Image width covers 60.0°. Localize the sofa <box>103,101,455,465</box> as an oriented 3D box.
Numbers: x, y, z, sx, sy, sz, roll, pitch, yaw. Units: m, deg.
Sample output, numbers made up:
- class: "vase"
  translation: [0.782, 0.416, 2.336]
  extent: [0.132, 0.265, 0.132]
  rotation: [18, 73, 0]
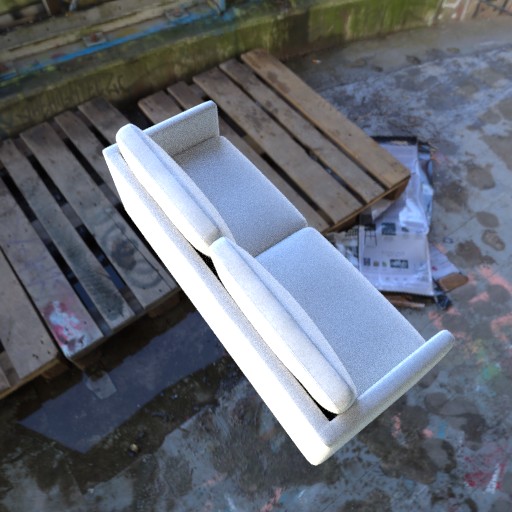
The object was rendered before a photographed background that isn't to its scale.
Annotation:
- class: "sofa"
  translation: [0.000, 0.000, 2.959]
  extent: [0.948, 0.965, 2.434]
  rotation: [-32, 63, -18]
